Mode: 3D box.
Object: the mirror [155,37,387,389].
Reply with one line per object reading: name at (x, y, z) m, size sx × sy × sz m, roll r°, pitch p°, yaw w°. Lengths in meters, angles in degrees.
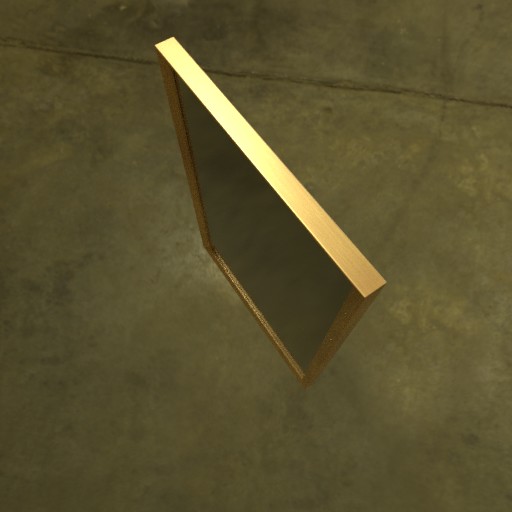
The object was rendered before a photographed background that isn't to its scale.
mirror at (0.000, 0.000, 0.931) m, size 0.039 × 0.710 × 0.507 m, roll -32°, pitch 69°, yaw -14°
